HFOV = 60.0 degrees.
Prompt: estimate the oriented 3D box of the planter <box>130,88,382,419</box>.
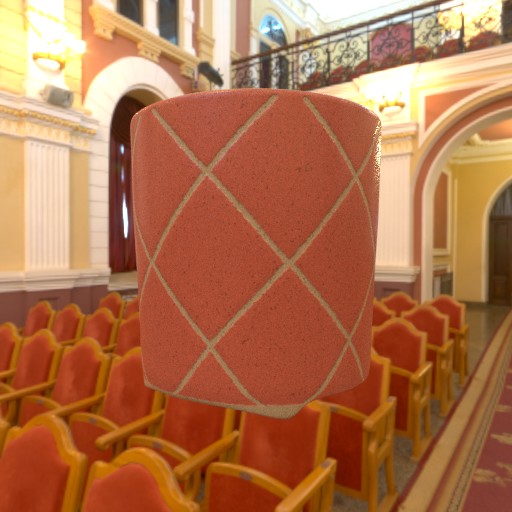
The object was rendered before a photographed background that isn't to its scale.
[{"bbox_3d":[0.000,0.000,0.419,0.227,0.235,0.227,0,1,0],"label":"planter"}]
